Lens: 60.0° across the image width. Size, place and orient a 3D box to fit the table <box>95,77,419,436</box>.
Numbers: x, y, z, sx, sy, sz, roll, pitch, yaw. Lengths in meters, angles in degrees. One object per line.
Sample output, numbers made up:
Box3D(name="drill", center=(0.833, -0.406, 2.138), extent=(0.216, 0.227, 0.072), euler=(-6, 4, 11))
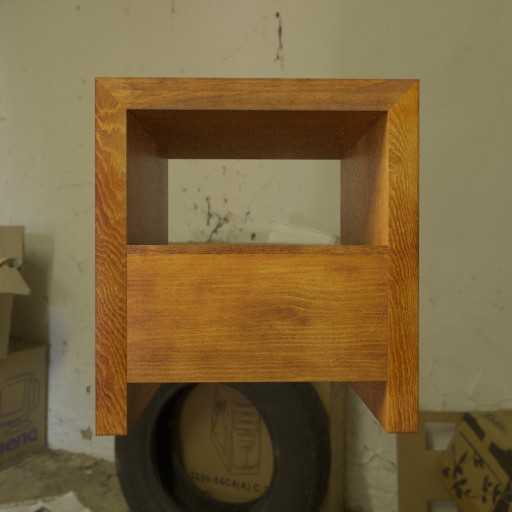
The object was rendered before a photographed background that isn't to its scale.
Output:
Box3D(name="table", center=(0.000, 0.000, 0.952), extent=(0.550, 0.605, 0.400), euler=(0, 0, -1))
